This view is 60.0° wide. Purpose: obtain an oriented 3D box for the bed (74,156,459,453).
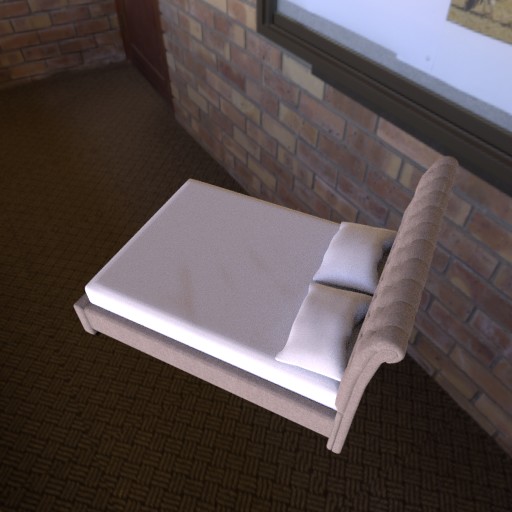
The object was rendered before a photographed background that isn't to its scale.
[{"bbox_3d":[0.000,0.000,3.272,2.252,1.371,1.645,19,49,17],"label":"bed"}]
